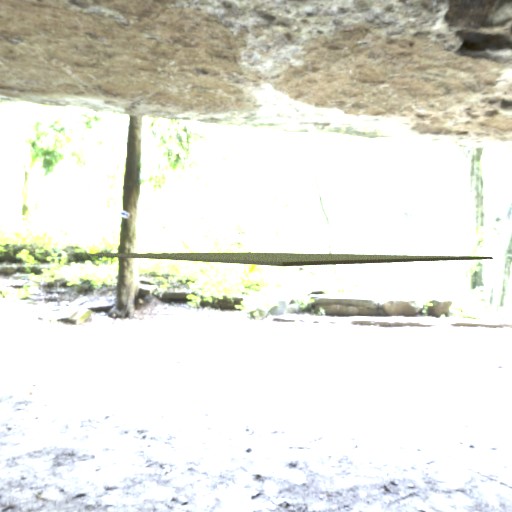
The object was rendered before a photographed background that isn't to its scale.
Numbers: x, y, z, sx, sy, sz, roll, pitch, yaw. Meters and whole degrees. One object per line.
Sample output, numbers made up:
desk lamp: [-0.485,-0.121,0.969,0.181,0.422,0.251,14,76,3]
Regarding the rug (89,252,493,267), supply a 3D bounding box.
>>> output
rug: [0.000,0.000,2.081,1.067,0.013,1.676,-1,1,-36]
